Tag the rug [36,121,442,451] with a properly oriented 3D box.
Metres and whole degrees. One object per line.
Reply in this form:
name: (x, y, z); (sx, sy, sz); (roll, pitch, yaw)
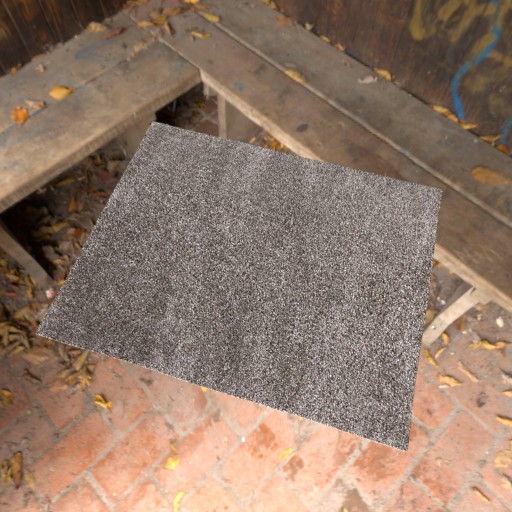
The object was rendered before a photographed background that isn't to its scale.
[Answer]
rug: (0.000, 0.000, 3.911); (3.000, 0.025, 2.401); (15, 63, 8)
